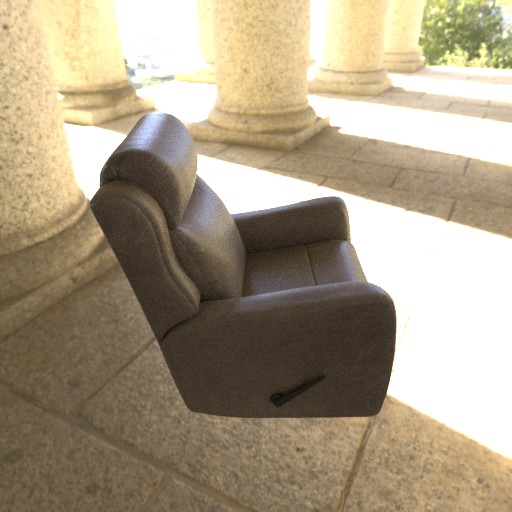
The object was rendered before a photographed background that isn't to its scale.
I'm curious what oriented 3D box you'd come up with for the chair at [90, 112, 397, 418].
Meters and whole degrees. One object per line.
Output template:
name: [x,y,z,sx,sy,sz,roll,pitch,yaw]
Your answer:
chair: [0.000,0.000,1.944,1.068,1.116,0.967,-1,30,-1]
